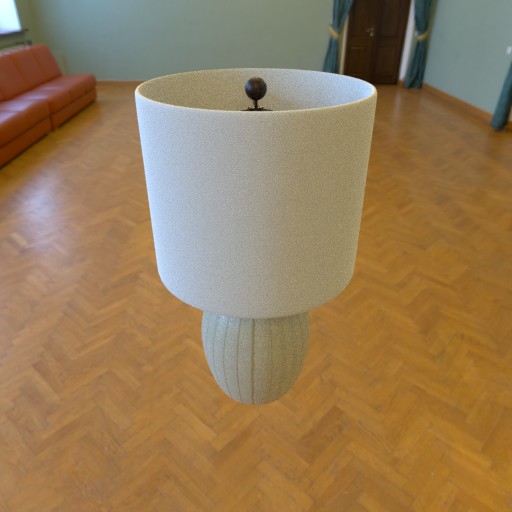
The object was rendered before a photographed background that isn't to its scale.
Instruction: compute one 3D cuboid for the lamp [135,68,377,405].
[{"bbox_3d":[0.000,0.000,0.753,0.329,0.570,0.329,-2,31,-3],"label":"lamp"}]
